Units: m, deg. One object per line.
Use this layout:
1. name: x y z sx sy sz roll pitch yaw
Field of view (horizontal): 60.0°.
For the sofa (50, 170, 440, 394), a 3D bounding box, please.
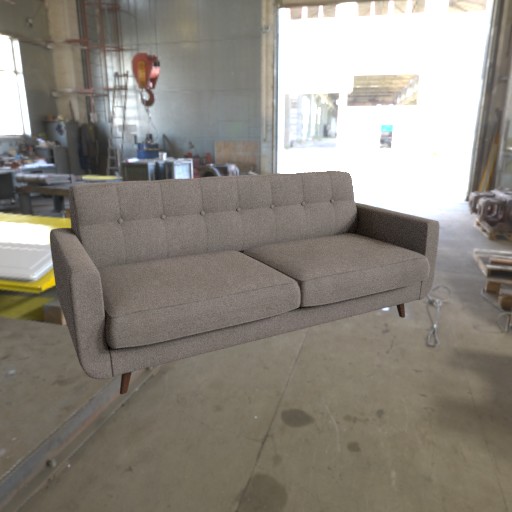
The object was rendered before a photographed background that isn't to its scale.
1. sofa: 0.000 0.000 2.491 2.029 0.841 0.909 -9 18 -28
